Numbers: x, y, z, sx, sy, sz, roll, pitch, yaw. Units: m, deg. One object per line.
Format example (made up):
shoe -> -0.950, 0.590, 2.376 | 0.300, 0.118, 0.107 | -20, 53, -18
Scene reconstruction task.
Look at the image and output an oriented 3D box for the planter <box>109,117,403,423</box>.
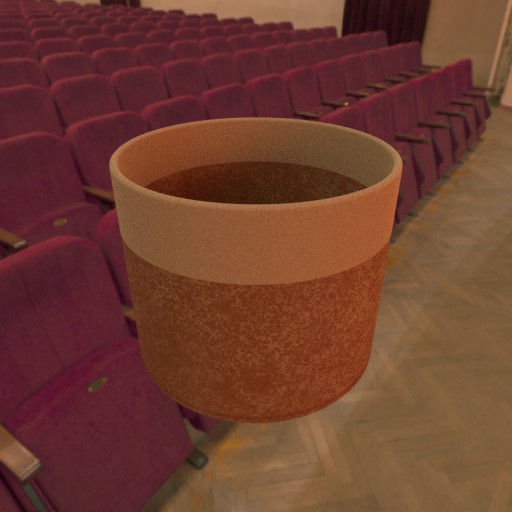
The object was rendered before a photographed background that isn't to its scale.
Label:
planter -> 0.000, 0.000, 0.283 | 0.159, 0.138, 0.159 | 0, 30, 0
